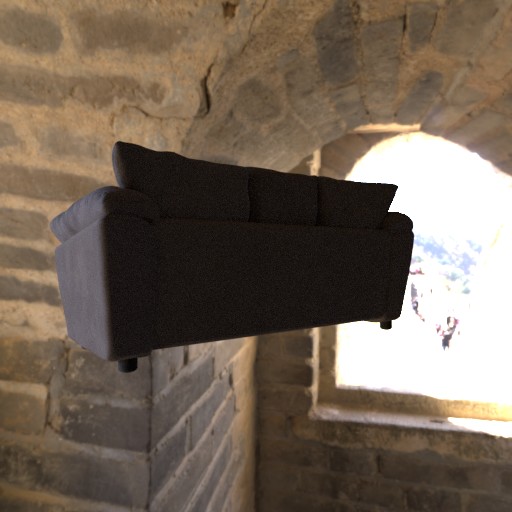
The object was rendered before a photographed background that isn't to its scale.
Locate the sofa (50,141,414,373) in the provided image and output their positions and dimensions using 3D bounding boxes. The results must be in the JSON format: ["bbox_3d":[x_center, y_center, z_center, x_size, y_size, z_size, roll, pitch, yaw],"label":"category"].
[{"bbox_3d":[0.000,0.000,2.874,2.336,1.073,0.878,0,0,-37],"label":"sofa"}]
